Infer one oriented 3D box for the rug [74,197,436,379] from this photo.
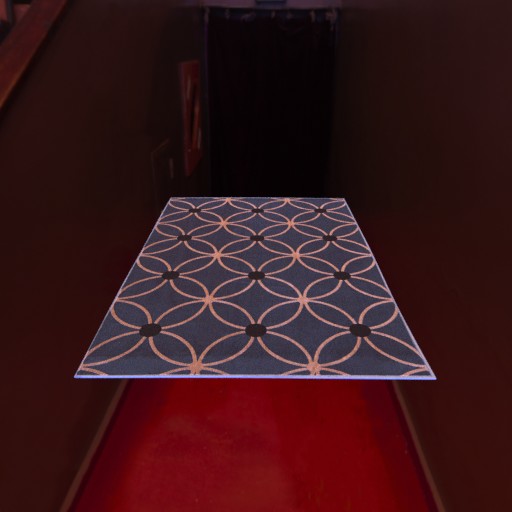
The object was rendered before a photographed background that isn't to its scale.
[{"bbox_3d":[0.000,0.000,2.866,1.522,0.008,2.284,0,26,0],"label":"rug"}]
